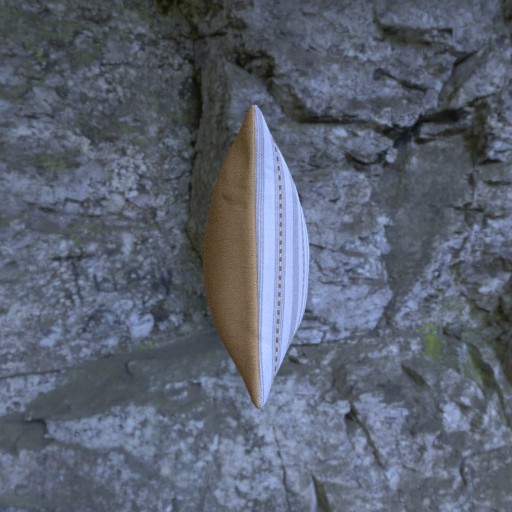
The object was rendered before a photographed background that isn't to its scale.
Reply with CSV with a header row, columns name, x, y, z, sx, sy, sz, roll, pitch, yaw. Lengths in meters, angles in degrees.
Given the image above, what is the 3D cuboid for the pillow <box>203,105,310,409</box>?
name,x,y,z,sx,sy,sz,roll,pitch,yaw
pillow,0.000,0.000,0.725,0.151,0.291,0.608,0,0,-1
